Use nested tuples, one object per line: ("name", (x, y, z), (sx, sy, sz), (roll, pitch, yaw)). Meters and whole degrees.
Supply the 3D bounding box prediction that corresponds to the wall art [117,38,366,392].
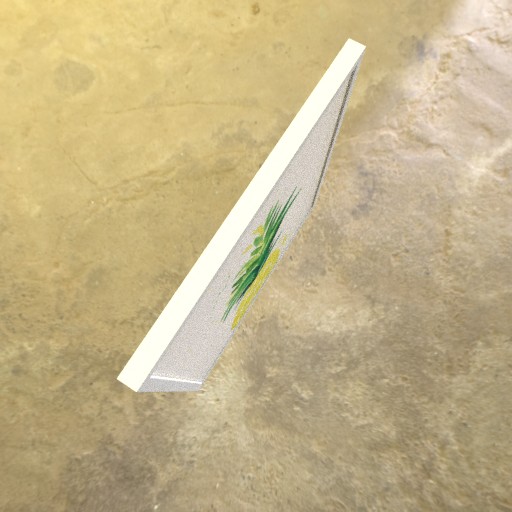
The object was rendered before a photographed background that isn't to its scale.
("wall art", (0.000, 0.000, 1.144), (0.038, 0.761, 0.763), (31, 76, 9))
